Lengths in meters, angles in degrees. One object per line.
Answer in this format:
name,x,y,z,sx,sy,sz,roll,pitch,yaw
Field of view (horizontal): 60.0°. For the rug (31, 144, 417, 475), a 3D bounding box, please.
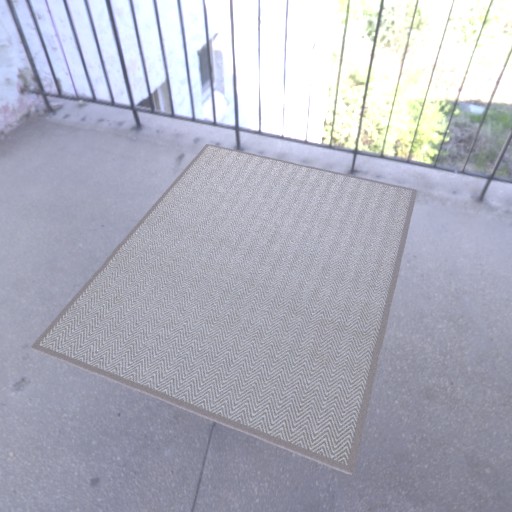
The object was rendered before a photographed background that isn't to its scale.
rug,0.000,0.000,3.953,2.434,0.032,3.007,16,48,15
